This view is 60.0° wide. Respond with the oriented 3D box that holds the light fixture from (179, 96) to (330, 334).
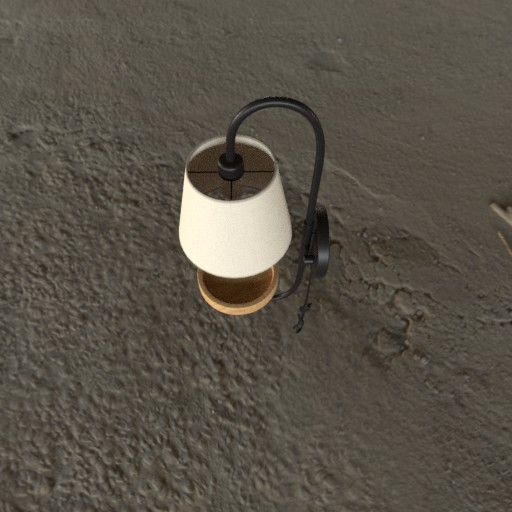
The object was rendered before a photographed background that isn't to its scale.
[{"bbox_3d":[0.000,0.000,0.951,0.299,0.821,0.220,-1,58,0],"label":"light fixture"}]
